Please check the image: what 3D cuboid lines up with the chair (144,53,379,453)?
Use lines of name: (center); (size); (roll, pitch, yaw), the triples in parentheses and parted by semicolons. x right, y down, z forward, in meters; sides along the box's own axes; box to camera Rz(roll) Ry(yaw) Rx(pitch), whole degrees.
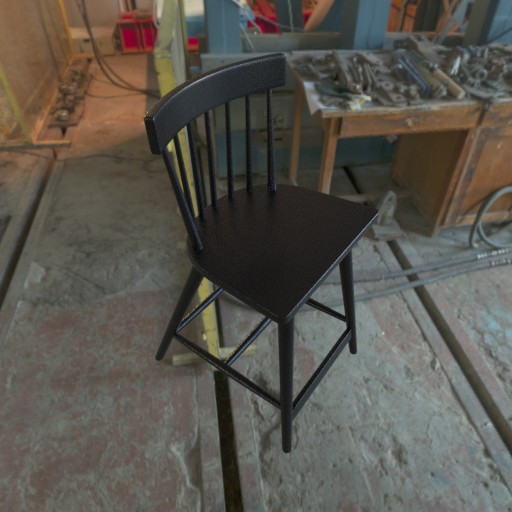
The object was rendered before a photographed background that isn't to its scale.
chair: (0.000, 0.000, 1.260); (0.572, 0.952, 0.483); (26, 48, 26)
